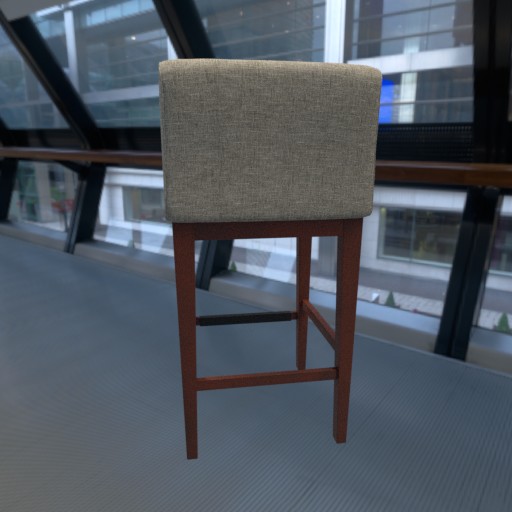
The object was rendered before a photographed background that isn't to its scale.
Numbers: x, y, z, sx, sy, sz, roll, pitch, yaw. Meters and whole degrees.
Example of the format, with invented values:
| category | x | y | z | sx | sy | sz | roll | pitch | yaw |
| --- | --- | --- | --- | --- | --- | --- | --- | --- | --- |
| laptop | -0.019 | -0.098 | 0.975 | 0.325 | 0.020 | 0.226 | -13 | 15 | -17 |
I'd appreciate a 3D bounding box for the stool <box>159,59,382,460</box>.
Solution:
| category | x | y | z | sx | sy | sz | roll | pitch | yaw |
| --- | --- | --- | --- | --- | --- | --- | --- | --- | --- |
| stool | 0.000 | 0.000 | 1.100 | 0.417 | 0.835 | 0.459 | -2 | 14 | -9 |
